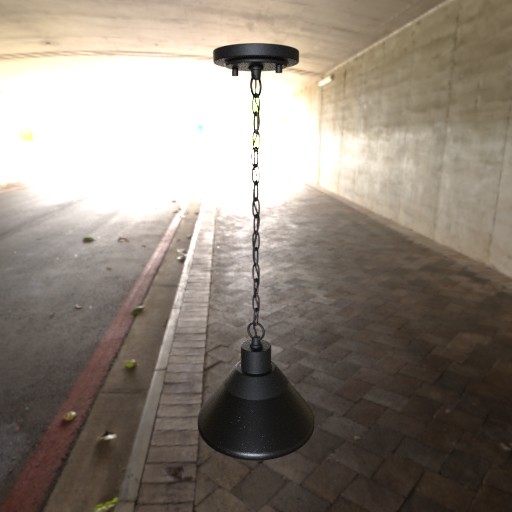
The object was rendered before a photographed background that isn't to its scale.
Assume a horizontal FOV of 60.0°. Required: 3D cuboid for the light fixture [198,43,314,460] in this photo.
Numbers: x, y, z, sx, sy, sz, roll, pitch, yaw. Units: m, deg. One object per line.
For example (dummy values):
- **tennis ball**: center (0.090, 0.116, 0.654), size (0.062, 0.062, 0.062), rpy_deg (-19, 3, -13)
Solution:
- **light fixture**: center (0.000, 0.000, 0.693), size (0.201, 0.588, 0.201), rpy_deg (8, 17, 27)
